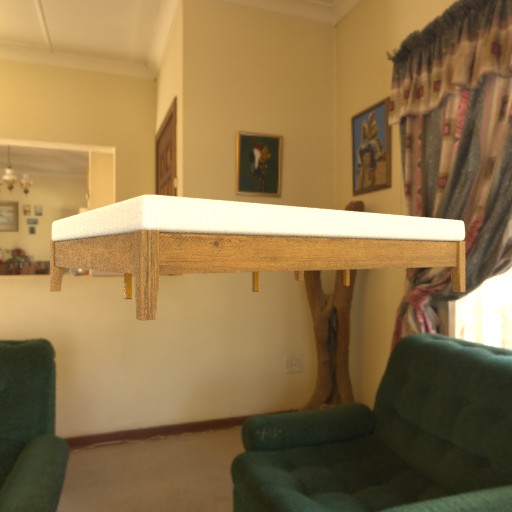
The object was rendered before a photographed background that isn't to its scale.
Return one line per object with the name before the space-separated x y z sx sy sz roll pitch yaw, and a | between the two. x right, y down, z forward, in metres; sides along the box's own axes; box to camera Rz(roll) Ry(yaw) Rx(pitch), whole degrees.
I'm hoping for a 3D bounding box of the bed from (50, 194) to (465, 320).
bed | 0.000 0.000 2.684 2.016 0.431 1.536 0 0 -36
